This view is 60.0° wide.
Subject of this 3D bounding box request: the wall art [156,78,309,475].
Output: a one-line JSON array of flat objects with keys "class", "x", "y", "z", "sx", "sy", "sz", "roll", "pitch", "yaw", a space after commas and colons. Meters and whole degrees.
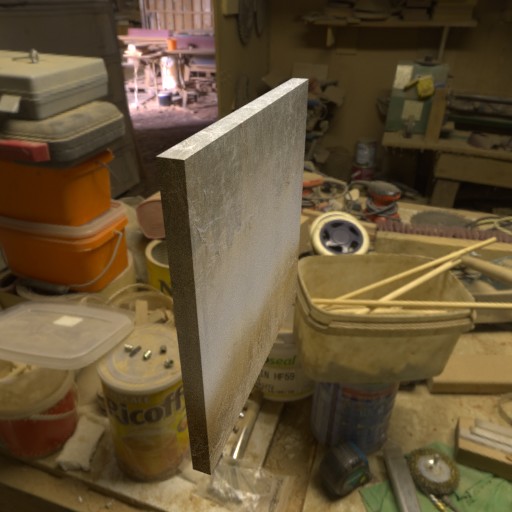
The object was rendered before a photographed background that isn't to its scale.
[{"class": "wall art", "x": 0.000, "y": 0.000, "z": 0.929, "sx": 0.038, "sy": 0.610, "sz": 0.610, "roll": 10, "pitch": 32, "yaw": 17}]
